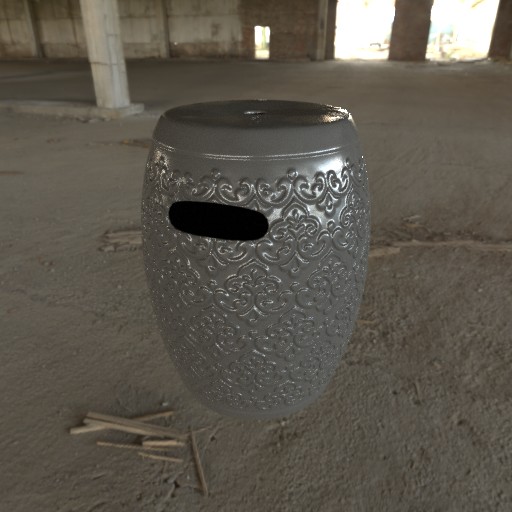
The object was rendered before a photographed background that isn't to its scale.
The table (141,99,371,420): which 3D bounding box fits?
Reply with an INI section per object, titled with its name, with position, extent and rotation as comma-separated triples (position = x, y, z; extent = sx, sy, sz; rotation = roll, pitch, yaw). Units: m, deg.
[table]
position = 0.000, 0.000, 0.630
extent = 0.309, 0.397, 0.309
rotation = 0, 27, 0
